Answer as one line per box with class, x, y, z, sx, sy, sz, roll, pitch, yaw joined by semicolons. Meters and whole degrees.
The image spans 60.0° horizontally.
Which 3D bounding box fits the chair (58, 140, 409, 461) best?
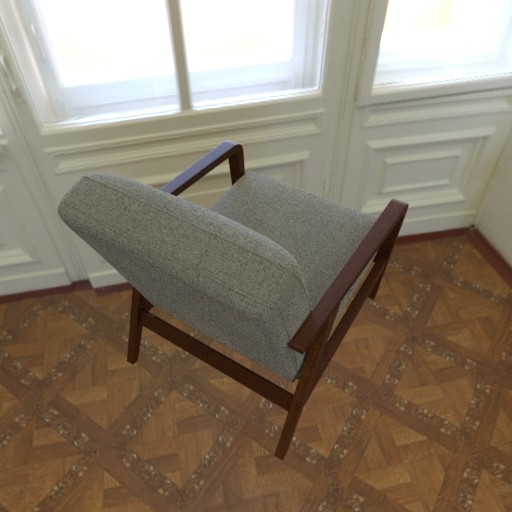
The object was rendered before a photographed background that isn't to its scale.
chair;0.000;0.000;1.434;0.704;0.847;0.858;25;51;22
